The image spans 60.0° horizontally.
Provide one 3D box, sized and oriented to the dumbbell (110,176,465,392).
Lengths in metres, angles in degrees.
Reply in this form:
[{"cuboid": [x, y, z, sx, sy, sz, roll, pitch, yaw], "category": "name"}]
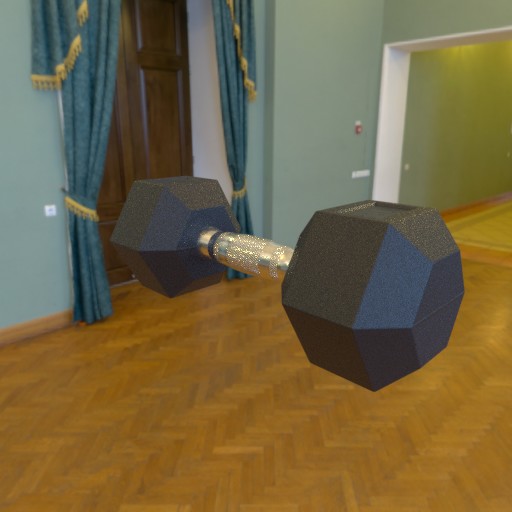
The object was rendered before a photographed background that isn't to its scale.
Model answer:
[{"cuboid": [0.000, 0.000, 0.423, 0.356, 0.123, 0.141, 16, 23, 42], "category": "dumbbell"}]
